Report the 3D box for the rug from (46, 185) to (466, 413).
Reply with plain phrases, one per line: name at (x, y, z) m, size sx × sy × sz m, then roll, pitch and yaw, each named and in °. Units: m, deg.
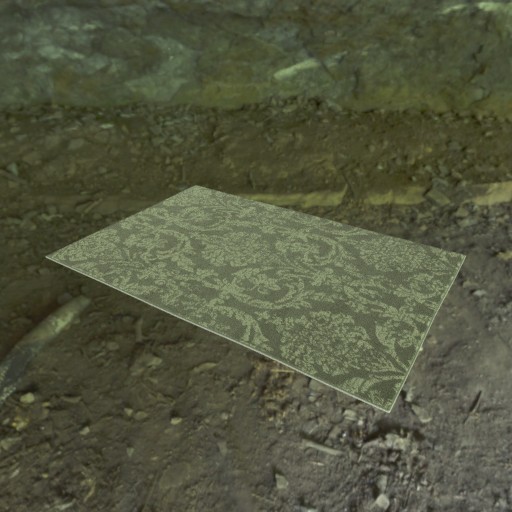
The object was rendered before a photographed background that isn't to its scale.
rug at (0.000, 0.000, 2.301) m, size 1.824 × 0.012 × 1.206 m, roll 18°, pitch 35°, yaw 28°
